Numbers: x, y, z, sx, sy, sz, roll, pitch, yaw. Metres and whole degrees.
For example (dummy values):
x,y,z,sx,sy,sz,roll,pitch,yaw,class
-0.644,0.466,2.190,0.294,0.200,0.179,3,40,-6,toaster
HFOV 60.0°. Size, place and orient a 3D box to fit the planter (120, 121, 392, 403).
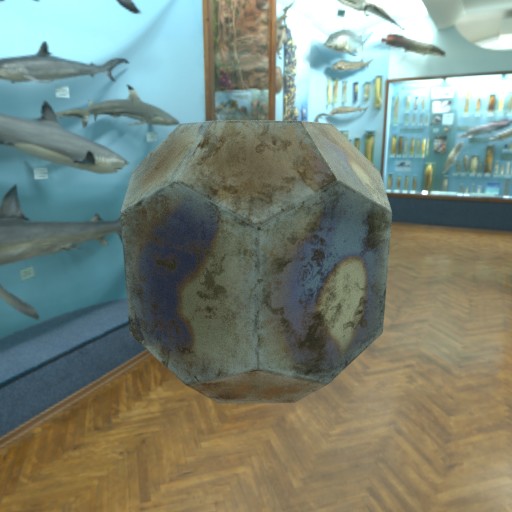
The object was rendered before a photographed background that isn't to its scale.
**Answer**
x,y,z,sx,sy,sz,roll,pitch,yaw,class
0.000,0.000,0.415,0.243,0.238,0.221,8,17,29,planter
